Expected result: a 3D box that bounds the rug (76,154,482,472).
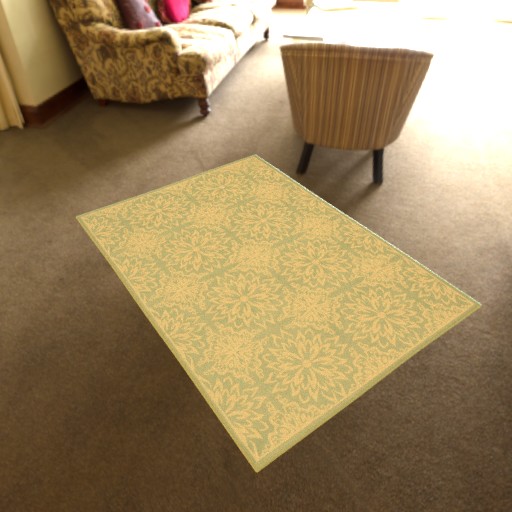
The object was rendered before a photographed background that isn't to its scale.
[{"bbox_3d":[0.000,0.000,2.843,1.589,0.014,2.205,-25,47,-26],"label":"rug"}]
